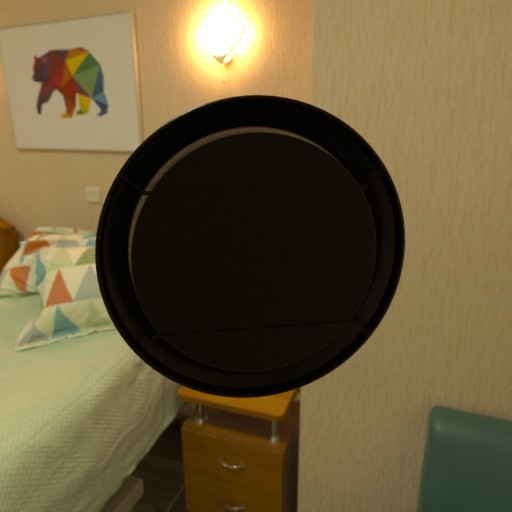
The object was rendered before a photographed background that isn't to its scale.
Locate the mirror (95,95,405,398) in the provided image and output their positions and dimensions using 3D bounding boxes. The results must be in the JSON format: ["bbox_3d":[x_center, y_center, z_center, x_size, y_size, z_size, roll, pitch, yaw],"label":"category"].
[{"bbox_3d":[0.000,0.000,1.336,0.907,0.907,0.111,-3,16,-9],"label":"mirror"}]
